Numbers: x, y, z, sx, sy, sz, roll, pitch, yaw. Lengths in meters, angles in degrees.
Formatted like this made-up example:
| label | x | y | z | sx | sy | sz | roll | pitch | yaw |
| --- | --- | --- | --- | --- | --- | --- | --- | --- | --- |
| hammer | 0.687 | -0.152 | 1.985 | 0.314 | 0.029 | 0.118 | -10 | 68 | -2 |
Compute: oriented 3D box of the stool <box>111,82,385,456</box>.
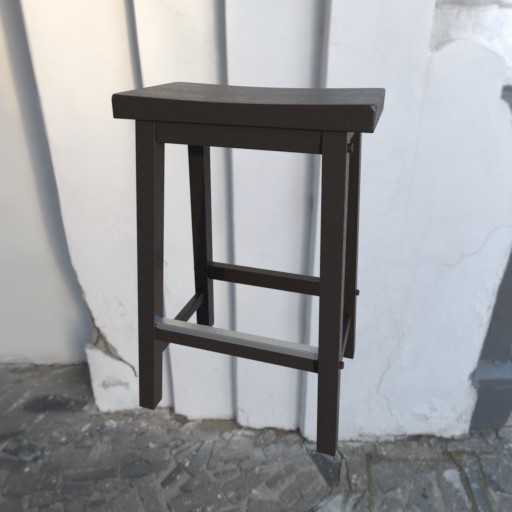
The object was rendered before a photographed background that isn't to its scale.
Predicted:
| label | x | y | z | sx | sy | sz | roll | pitch | yaw |
| --- | --- | --- | --- | --- | --- | --- | --- | --- | --- |
| stool | 0.000 | 0.000 | 0.868 | 0.406 | 0.610 | 0.322 | 8 | 27 | 16 |
